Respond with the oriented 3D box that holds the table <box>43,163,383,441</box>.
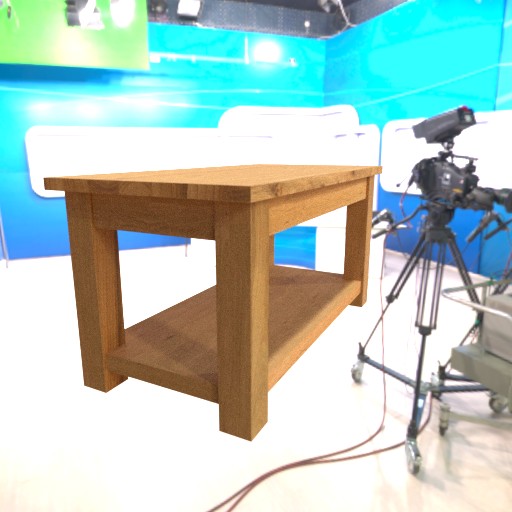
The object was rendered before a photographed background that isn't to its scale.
[{"bbox_3d":[0.000,0.000,1.185,0.450,0.452,0.899,7,15,27],"label":"table"}]
